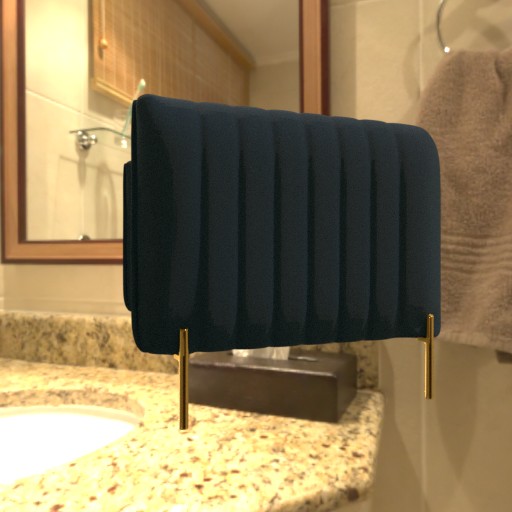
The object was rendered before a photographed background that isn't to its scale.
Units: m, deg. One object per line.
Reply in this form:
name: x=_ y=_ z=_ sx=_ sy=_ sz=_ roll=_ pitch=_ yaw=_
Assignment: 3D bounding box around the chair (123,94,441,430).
chair: x=0.000 y=0.000 z=1.554 sx=0.877 sy=0.793 sz=0.947 roll=0 pitch=0 yaw=-18
